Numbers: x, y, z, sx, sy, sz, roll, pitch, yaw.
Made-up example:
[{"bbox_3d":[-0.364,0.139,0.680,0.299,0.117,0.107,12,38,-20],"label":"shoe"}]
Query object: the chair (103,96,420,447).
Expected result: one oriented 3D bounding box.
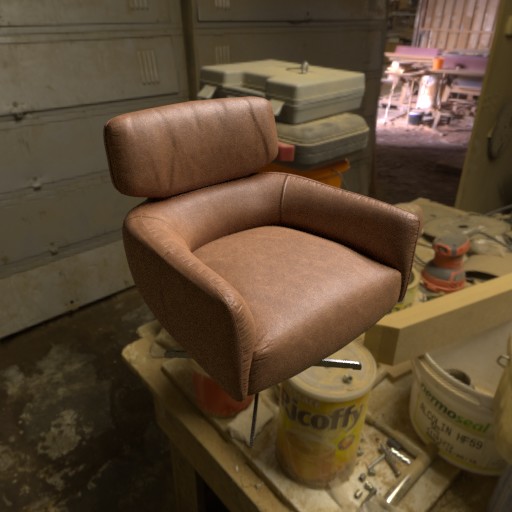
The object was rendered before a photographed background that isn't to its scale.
[{"bbox_3d":[0.000,0.000,1.335,0.706,0.812,0.715,-22,36,-34],"label":"chair"}]
